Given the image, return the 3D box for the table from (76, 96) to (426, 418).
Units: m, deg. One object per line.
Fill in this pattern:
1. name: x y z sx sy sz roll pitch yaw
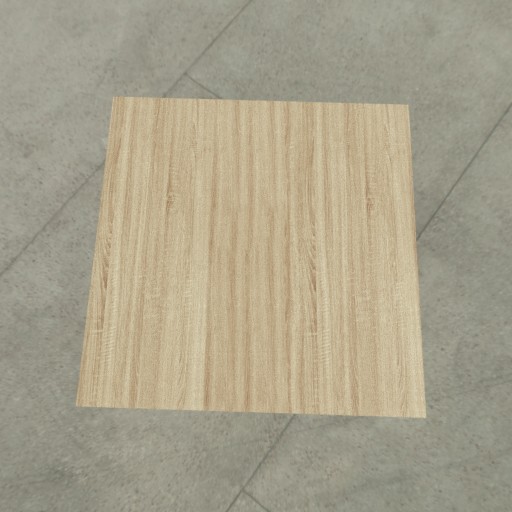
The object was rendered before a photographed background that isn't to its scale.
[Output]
1. table: 0.000 0.000 1.377 0.890 0.305 0.890 2 76 0
